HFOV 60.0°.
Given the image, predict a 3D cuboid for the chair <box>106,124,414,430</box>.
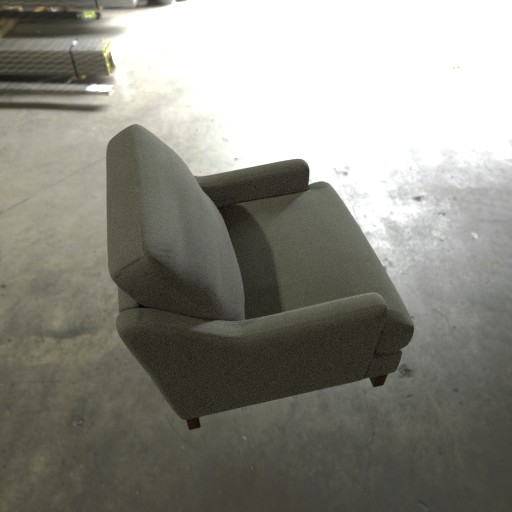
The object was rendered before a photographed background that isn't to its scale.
[{"bbox_3d":[0.000,0.000,1.583,0.892,0.821,0.826,-10,46,-9],"label":"chair"}]
